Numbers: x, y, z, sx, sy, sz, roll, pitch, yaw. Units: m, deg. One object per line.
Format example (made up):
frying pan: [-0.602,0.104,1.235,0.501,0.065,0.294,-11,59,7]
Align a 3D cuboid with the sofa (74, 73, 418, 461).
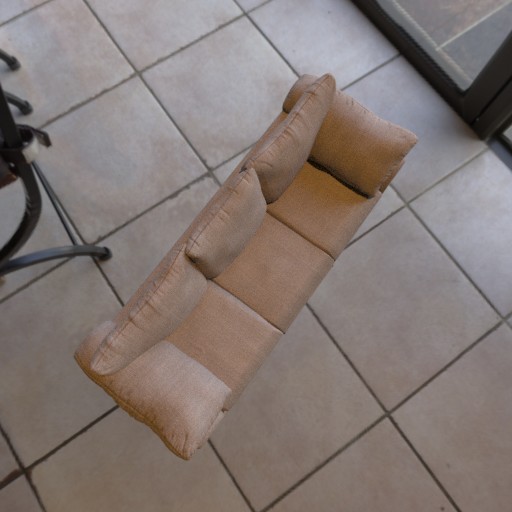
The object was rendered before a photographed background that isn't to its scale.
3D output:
sofa: [0.000,0.000,2.850,0.878,0.996,2.334,35,78,9]
